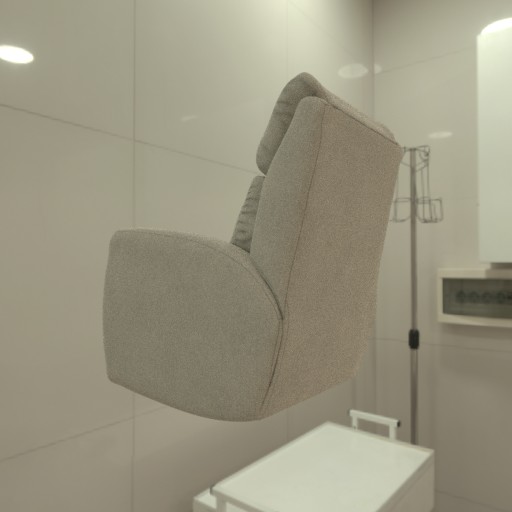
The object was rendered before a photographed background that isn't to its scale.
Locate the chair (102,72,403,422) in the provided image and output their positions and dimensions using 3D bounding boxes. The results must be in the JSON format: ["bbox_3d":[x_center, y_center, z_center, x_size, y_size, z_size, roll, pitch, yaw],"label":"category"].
[{"bbox_3d":[0.000,0.000,1.680,0.940,1.021,0.794,-1,-2,38],"label":"chair"}]
